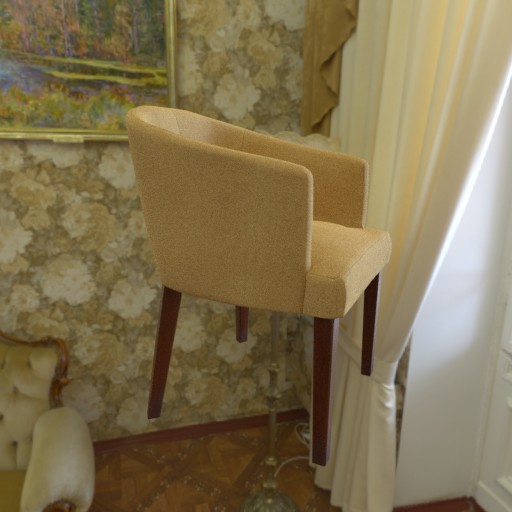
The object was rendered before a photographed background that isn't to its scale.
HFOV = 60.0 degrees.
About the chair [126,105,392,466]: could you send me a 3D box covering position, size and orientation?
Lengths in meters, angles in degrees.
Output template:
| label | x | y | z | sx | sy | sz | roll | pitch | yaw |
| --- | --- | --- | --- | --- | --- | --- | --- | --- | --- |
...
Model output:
| label | x | y | z | sx | sy | sz | roll | pitch | yaw |
| --- | --- | --- | --- | --- | --- | --- | --- | --- | --- |
| chair | 0.000 | 0.000 | 1.241 | 0.655 | 0.811 | 0.583 | 7 | 16 | 25 |
